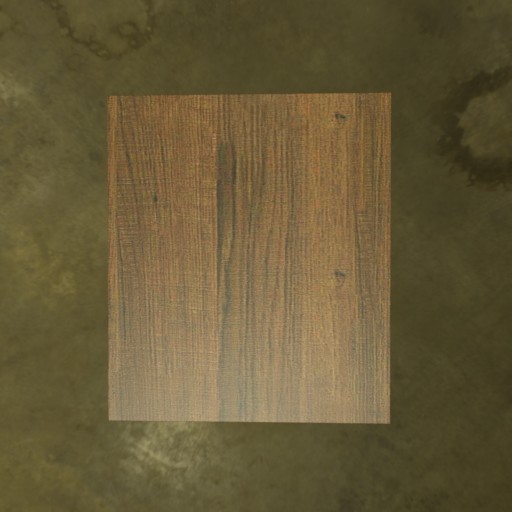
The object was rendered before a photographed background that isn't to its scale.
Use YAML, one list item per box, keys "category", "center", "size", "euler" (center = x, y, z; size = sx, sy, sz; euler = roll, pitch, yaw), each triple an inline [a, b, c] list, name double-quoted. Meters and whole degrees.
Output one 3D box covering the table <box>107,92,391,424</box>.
- category: "table"
  center: [0.000, 0.000, 1.134]
  size: [0.457, 0.866, 0.526]
  euler: [0, 91, 2]
